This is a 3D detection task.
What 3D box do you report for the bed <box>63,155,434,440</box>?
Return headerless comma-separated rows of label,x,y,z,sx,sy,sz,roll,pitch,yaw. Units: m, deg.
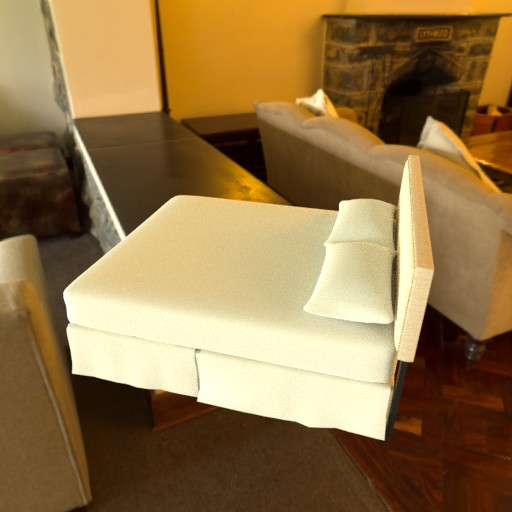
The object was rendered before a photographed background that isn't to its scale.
bed,0.000,0.000,2.840,1.876,1.016,1.616,8,30,14
